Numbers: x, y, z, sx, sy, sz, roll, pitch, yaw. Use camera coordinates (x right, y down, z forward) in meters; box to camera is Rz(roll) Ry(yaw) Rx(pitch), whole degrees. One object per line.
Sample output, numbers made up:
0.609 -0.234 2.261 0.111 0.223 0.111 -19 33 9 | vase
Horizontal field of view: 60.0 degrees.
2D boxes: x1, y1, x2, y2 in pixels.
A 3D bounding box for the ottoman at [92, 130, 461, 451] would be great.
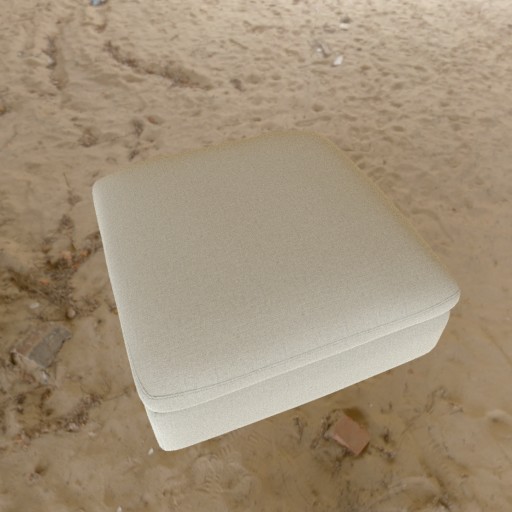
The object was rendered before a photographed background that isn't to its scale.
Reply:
0.000 0.000 1.565 0.977 0.467 0.996 -16 49 -15 | ottoman
